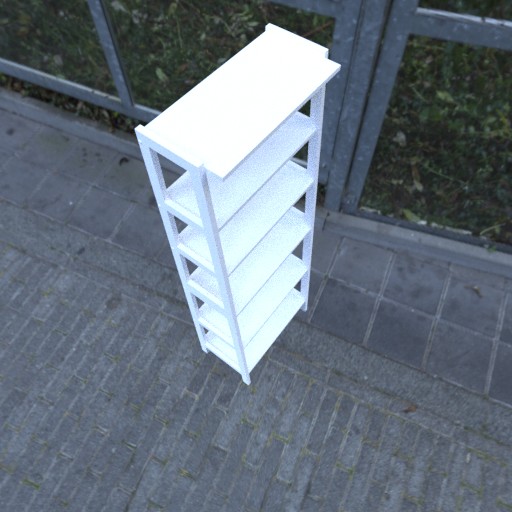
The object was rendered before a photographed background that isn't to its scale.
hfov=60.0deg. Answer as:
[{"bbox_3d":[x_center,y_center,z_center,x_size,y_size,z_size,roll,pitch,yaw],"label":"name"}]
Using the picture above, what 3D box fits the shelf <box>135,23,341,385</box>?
[{"bbox_3d":[0.000,0.000,2.157,0.381,1.892,0.660,33,64,18],"label":"shelf"}]
